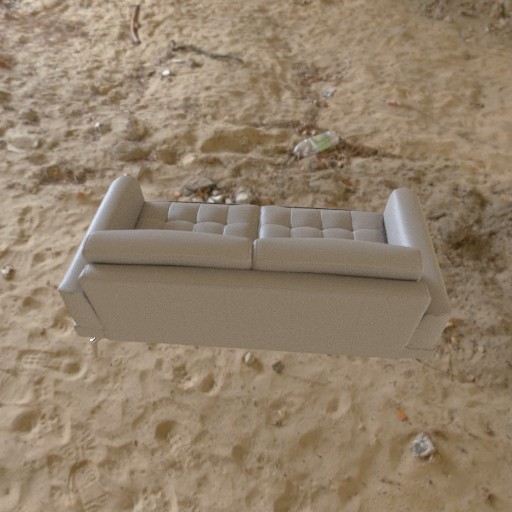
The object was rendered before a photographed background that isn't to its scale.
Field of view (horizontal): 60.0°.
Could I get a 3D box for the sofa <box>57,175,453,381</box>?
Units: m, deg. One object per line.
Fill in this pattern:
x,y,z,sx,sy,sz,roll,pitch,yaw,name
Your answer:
0.000,0.000,2.830,2.177,0.930,1.121,3,46,3,sofa
